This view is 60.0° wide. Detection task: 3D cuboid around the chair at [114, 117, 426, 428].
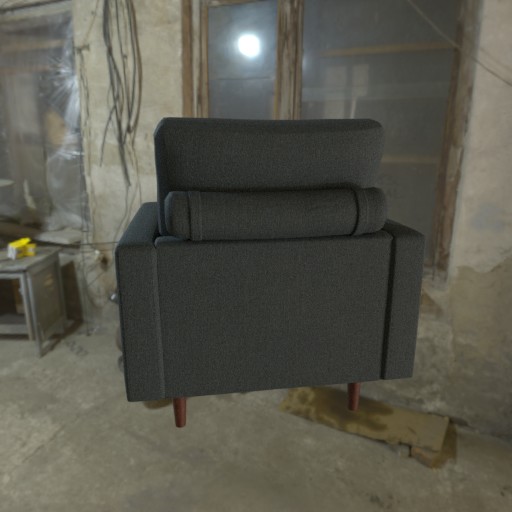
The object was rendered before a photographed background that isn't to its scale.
[{"bbox_3d":[0.000,0.000,1.517,0.821,0.880,0.843,-2,15,-9],"label":"chair"}]
